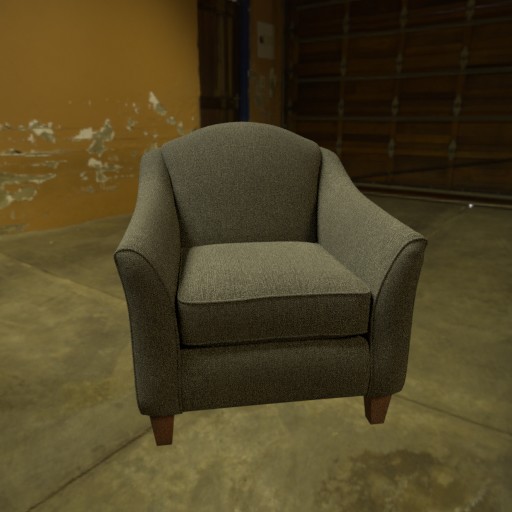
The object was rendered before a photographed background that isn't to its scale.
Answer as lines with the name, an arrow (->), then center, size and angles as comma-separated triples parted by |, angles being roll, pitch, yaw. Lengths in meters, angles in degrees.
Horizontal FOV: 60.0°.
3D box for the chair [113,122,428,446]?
chair -> 0.000, 0.000, 1.433 | 0.763, 0.839, 0.787 | -2, 16, -8
